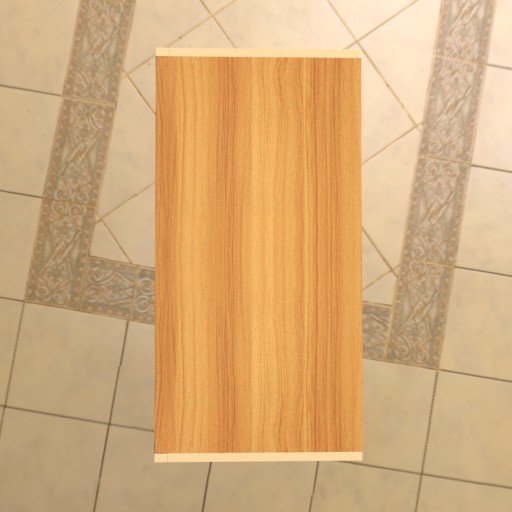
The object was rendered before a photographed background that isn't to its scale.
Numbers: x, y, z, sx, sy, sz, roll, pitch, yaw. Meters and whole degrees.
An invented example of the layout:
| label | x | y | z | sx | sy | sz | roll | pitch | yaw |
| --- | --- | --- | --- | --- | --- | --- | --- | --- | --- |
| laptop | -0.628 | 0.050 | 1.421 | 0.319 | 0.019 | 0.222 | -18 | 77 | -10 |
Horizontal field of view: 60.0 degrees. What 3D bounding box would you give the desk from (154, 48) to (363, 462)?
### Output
| label | x | y | z | sx | sy | sz | roll | pitch | yaw |
| --- | --- | --- | --- | --- | --- | --- | --- | --- | --- |
| desk | 0.000 | 0.000 | 1.466 | 0.508 | 0.762 | 1.016 | 0 | 89 | -1 |
